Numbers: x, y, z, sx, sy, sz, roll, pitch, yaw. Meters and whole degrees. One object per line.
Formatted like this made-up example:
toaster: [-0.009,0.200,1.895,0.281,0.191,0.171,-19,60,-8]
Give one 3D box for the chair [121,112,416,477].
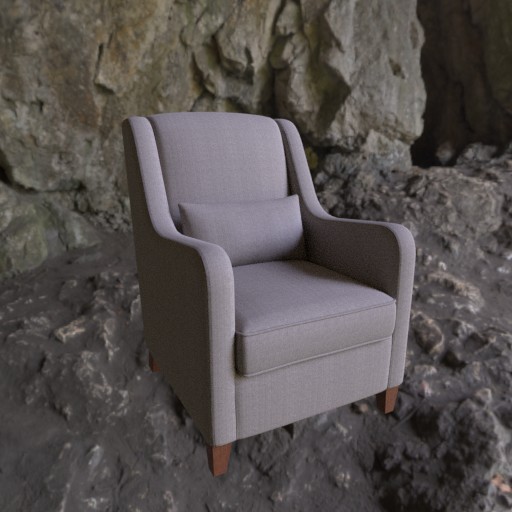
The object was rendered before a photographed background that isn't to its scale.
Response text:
chair: [0.000,0.000,1.598,0.715,1.017,0.890,-8,17,-26]
